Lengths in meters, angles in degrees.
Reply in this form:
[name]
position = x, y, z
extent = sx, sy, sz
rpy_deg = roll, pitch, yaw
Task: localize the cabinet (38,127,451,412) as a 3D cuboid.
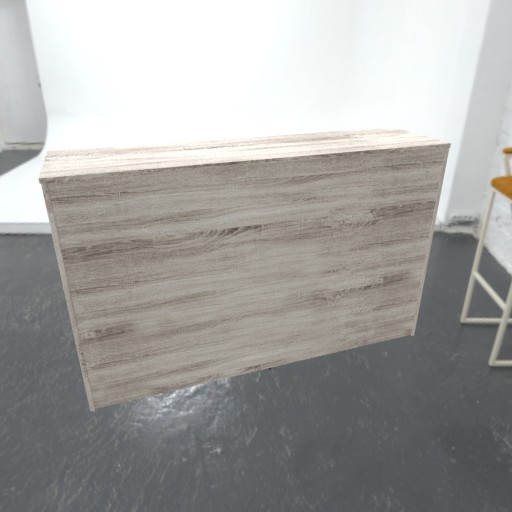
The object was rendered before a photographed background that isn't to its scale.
[cabinet]
position = 0.000, 0.000, 1.839
extent = 1.450, 0.900, 0.380
rpy_deg = -9, 27, -17
